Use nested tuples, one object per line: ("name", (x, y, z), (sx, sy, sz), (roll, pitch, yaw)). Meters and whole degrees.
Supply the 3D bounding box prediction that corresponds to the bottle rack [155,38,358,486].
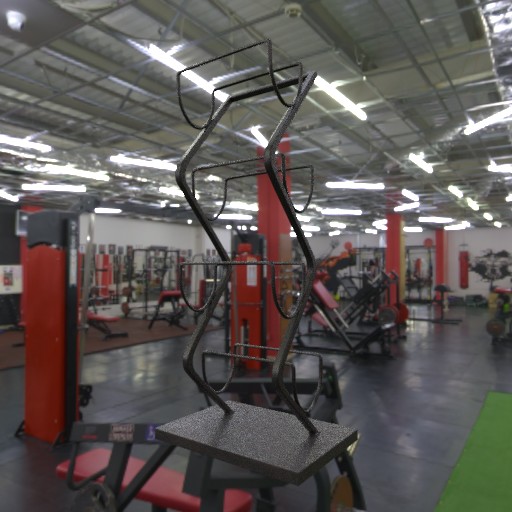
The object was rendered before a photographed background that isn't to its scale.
("bottle rack", (0.000, 0.000, 0.683), (0.254, 0.559, 0.178), (-1, -2, 36))
